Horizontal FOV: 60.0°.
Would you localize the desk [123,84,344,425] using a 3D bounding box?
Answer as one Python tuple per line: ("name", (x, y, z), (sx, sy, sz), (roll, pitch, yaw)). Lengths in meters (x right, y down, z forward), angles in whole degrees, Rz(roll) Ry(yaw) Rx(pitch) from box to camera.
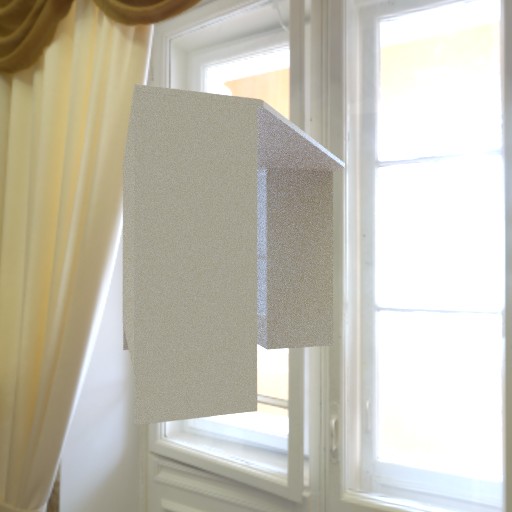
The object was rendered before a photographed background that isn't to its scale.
("desk", (0.000, 0.000, 1.653), (0.926, 0.818, 0.940), (0, 0, -18))
